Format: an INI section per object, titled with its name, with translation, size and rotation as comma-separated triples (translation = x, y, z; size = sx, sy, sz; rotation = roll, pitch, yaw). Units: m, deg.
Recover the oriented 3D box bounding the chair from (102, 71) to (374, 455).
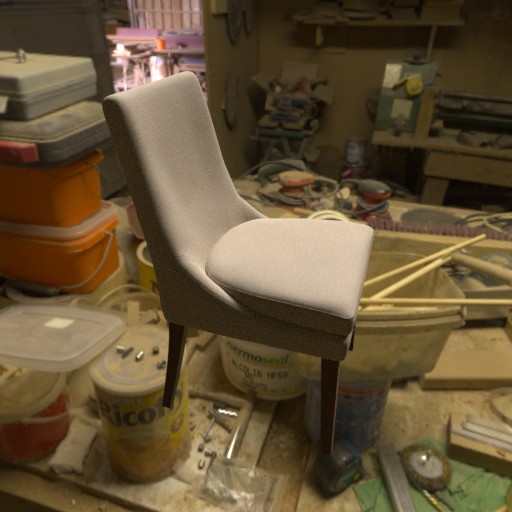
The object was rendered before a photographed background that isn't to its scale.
[chair]
translation = 0.000, 0.000, 1.304
size = 0.638, 0.940, 0.515
rotation = 10, 32, 16
